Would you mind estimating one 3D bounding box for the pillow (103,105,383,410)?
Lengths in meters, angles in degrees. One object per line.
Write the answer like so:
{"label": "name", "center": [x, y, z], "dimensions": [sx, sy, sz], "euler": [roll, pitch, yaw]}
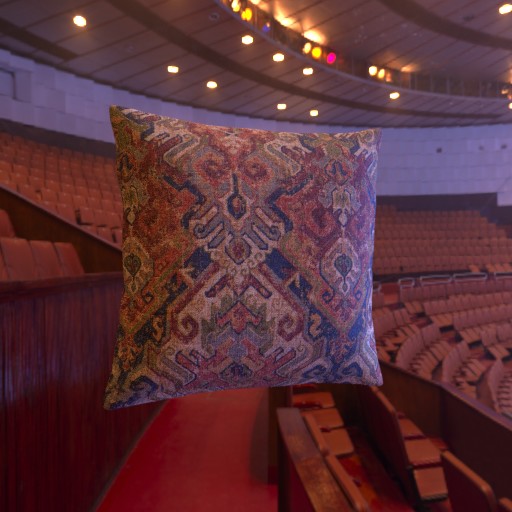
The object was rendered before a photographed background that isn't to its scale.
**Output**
{"label": "pillow", "center": [0.000, 0.000, 0.804], "dimensions": [0.523, 0.506, 0.166], "euler": [0, 0, -16]}
